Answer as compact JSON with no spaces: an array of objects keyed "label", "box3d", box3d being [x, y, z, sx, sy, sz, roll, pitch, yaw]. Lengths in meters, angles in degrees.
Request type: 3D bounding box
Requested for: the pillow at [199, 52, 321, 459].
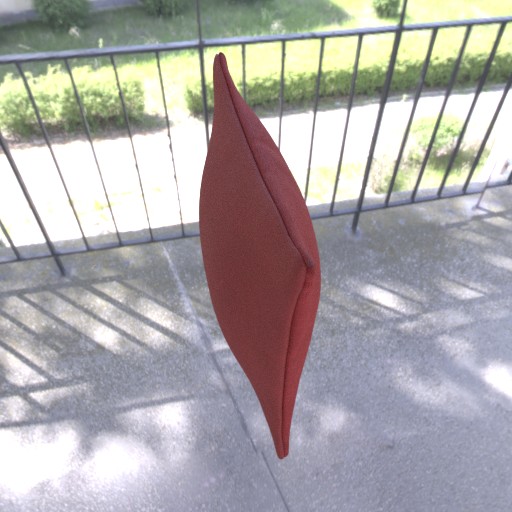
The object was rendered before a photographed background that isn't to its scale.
[{"label":"pillow","box3d":[0.000,0.000,0.642,0.151,0.416,0.435,-9,47,-9]}]
